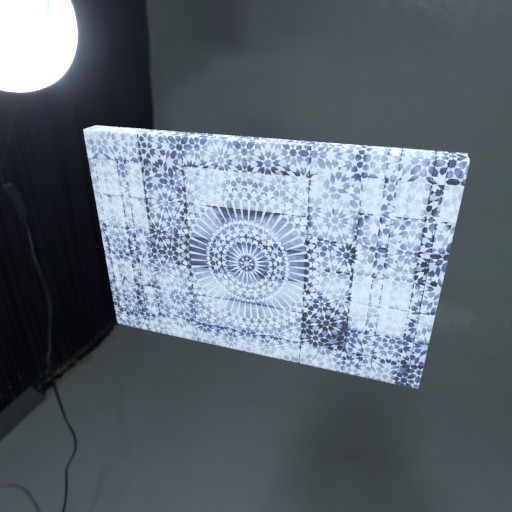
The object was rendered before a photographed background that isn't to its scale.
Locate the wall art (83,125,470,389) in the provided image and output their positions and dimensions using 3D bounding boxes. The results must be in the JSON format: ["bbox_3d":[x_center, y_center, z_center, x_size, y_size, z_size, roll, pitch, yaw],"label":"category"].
[{"bbox_3d":[0.000,0.000,1.167,0.911,0.608,0.057,9,29,16],"label":"wall art"}]
